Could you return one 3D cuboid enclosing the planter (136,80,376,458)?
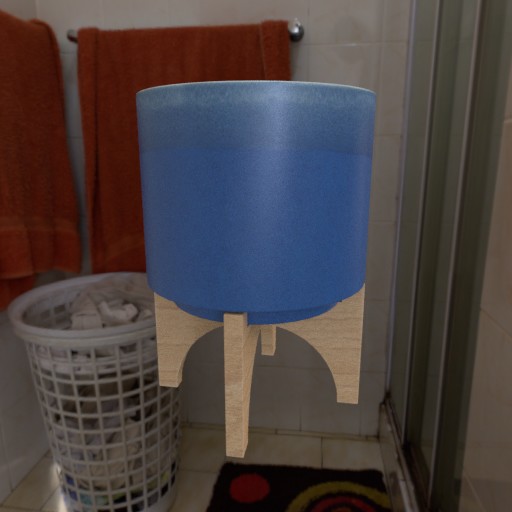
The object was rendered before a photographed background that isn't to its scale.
[{"bbox_3d":[0.000,0.000,0.541,0.261,0.367,0.261,0,14,0],"label":"planter"}]
